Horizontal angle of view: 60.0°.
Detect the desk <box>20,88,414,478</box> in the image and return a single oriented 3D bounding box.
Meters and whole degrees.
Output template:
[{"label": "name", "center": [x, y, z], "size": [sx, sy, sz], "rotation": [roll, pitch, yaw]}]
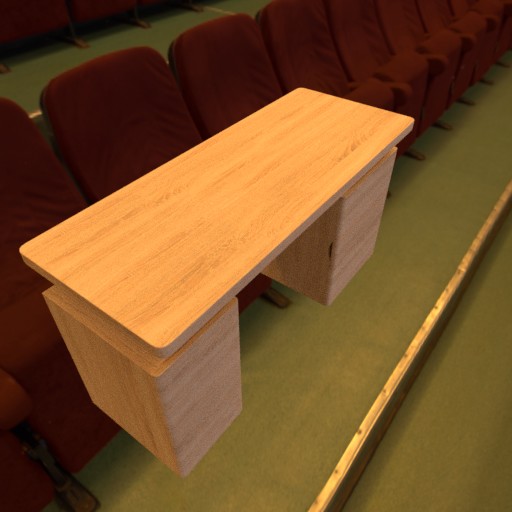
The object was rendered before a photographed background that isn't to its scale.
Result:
[{"label": "desk", "center": [0.000, 0.000, 1.724], "size": [0.550, 0.760, 1.400], "rotation": [27, 48, 26]}]
